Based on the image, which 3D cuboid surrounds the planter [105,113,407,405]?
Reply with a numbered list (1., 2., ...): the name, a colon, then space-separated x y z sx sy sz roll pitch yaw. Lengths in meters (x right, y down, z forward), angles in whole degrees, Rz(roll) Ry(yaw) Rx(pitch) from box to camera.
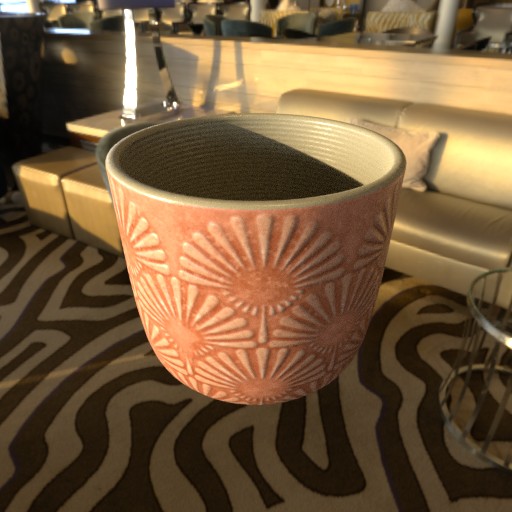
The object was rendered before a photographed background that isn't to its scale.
1. planter: 0.000 0.000 0.217 0.124 0.109 0.124 0 31 0
